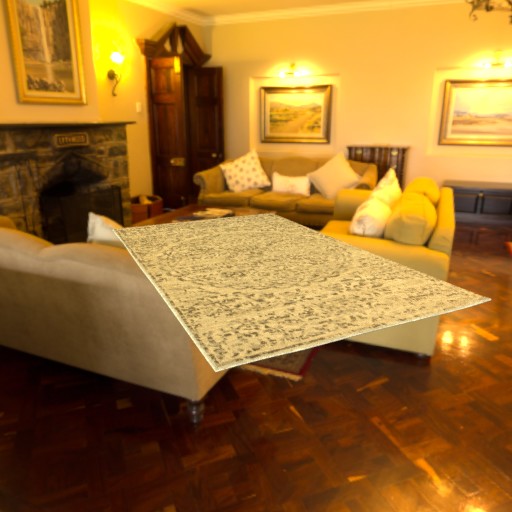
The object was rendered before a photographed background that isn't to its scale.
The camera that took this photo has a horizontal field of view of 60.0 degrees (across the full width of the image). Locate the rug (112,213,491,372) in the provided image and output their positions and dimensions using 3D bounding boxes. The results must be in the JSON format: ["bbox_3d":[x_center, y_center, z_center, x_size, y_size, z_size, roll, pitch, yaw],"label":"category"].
[{"bbox_3d":[0.000,0.000,3.031,1.527,0.021,2.447,-8,19,-25],"label":"rug"}]
